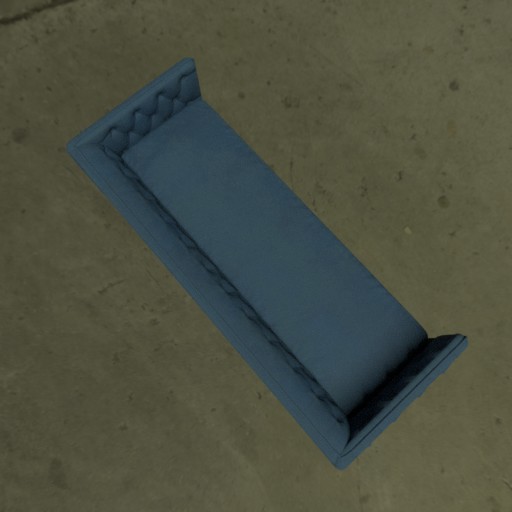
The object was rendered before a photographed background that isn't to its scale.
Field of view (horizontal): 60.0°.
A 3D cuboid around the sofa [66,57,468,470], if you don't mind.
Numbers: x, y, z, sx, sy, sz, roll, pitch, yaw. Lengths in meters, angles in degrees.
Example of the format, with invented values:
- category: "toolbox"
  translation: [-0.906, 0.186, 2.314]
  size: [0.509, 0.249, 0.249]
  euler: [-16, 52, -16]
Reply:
- category: "sofa"
  translation: [0.000, 0.000, 2.617]
  size: [0.895, 0.771, 2.209]
  euler: [-40, 79, -9]
